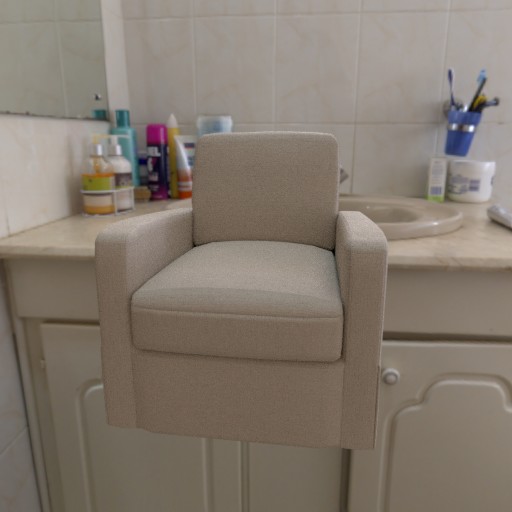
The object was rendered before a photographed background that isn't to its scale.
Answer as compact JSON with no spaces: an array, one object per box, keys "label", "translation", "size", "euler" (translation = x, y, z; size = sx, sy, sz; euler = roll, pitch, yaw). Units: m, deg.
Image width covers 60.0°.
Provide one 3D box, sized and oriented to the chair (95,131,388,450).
[{"label":"chair","translation":[0.000,0.000,1.503],"size":[0.755,0.827,0.888],"euler":[2,14,8]}]
